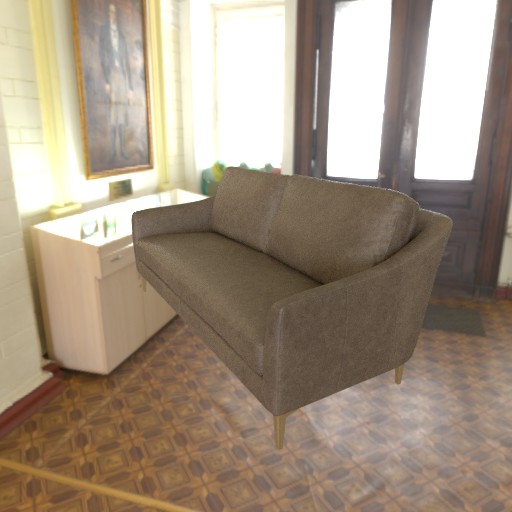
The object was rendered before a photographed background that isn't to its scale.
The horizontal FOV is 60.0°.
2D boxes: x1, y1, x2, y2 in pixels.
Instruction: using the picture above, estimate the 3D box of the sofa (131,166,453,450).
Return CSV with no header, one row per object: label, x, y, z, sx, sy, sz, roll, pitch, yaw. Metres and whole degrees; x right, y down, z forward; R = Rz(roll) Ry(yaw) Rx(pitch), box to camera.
sofa,0.000,0.000,2.527,0.960,0.902,2.036,-8,18,-27
